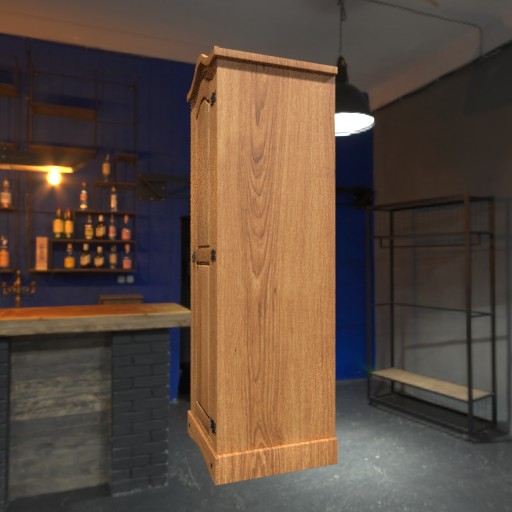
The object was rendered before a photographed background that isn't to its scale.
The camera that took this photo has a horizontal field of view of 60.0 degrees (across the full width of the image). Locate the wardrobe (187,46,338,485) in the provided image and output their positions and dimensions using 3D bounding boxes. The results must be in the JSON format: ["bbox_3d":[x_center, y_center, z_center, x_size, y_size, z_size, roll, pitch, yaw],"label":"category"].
[{"bbox_3d":[0.000,0.000,2.177,0.570,1.870,0.590,0,0,-20],"label":"wardrobe"}]
